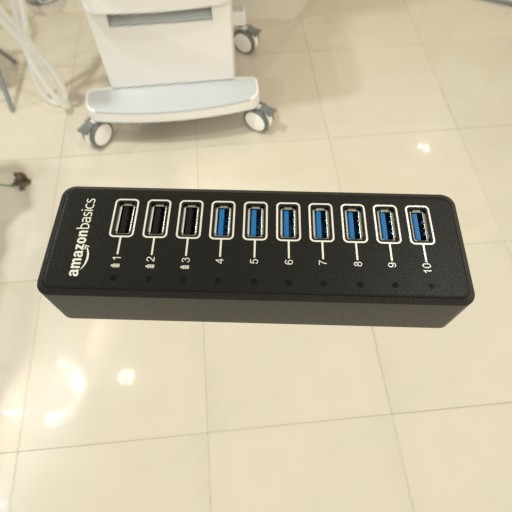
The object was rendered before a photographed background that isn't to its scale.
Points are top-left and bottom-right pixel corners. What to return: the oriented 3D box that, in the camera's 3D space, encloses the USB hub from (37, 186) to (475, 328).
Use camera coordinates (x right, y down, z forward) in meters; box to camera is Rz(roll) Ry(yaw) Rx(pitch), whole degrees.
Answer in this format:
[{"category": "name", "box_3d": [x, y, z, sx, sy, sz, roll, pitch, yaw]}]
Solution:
[{"category": "USB hub", "box_3d": [0.000, 0.000, 0.164, 0.145, 0.023, 0.044, 1, 62, 1]}]
